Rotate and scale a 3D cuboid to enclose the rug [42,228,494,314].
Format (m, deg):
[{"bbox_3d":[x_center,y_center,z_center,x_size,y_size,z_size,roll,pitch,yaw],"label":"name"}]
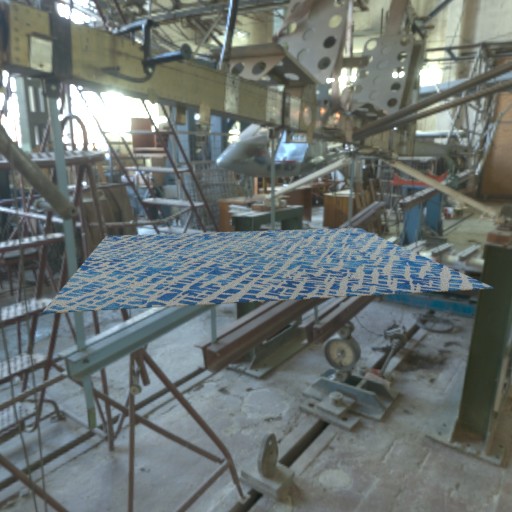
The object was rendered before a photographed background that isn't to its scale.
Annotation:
[{"bbox_3d":[0.000,0.000,4.056,3.007,0.007,2.435,-2,14,-9],"label":"rug"}]
